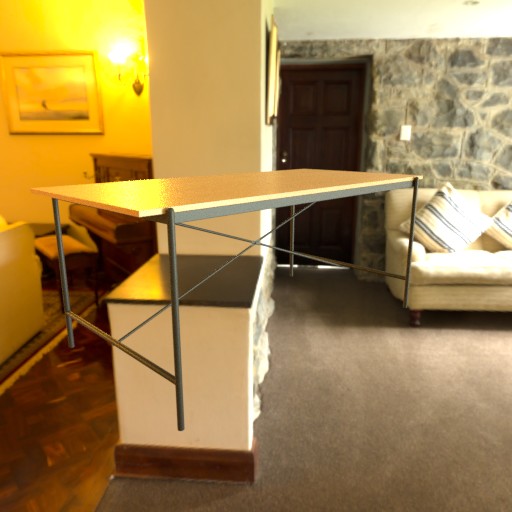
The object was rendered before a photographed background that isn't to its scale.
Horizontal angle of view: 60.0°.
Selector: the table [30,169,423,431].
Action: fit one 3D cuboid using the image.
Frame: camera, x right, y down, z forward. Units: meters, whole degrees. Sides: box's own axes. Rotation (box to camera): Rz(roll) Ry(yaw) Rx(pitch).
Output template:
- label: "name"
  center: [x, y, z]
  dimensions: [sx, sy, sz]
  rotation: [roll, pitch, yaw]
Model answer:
- label: "table"
  center: [0.000, 0.000, 2.261]
  dimensions: [0.900, 0.758, 1.800]
  rotation: [14, 20, 43]
